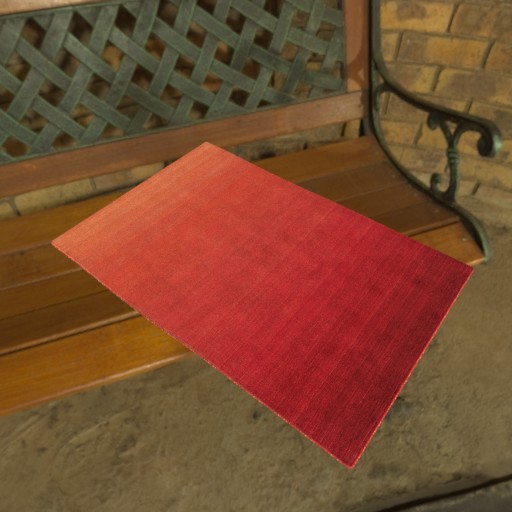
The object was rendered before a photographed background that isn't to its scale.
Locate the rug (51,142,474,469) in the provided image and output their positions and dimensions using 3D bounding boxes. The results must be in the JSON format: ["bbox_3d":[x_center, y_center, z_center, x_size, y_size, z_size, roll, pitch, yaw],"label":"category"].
[{"bbox_3d":[0.000,0.000,2.291,1.835,0.018,1.230,30,54,25],"label":"rug"}]
